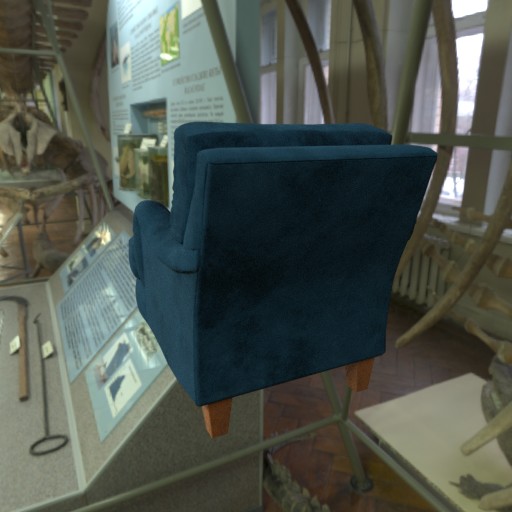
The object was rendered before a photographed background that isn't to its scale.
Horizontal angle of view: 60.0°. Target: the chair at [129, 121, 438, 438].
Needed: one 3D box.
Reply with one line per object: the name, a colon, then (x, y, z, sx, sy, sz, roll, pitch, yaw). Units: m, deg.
chair: (0.000, 0.000, 1.877, 0.895, 1.076, 1.078, -8, 18, -26)
